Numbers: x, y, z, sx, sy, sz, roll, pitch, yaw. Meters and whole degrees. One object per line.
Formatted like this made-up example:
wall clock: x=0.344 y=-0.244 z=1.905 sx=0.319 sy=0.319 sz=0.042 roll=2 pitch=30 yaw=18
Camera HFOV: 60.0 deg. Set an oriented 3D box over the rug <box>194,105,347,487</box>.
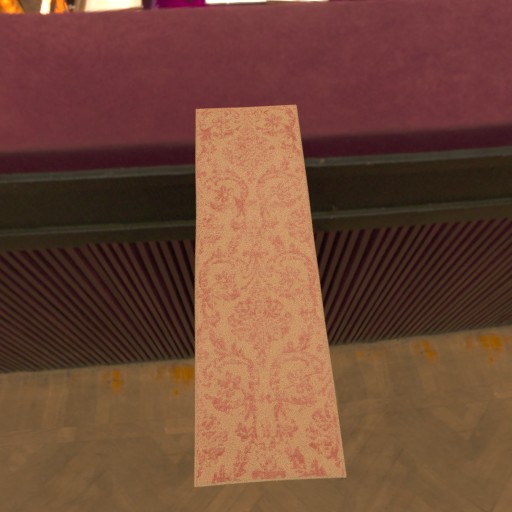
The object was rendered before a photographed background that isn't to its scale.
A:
rug: x=0.000 y=0.000 z=2.410 sx=0.662 sy=0.011 sz=2.196 roll=-3 pitch=63 yaw=-2
